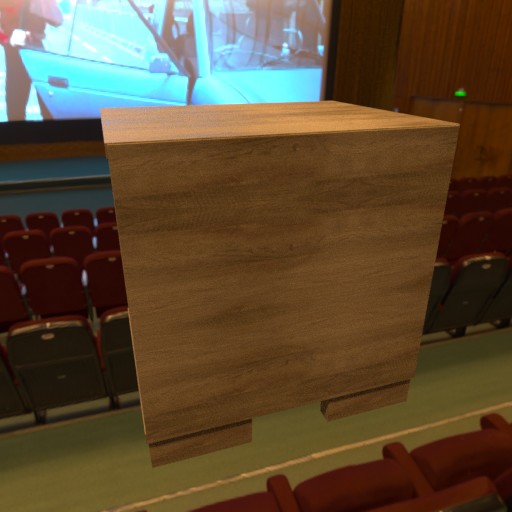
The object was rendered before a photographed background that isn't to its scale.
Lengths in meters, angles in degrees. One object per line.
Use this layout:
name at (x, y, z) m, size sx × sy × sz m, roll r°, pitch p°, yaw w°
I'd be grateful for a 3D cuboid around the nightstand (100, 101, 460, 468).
nightstand at (0.000, 0.000, 0.734) m, size 0.427 × 0.448 × 0.347 m, roll -8°, pitch 25°, yaw -17°
